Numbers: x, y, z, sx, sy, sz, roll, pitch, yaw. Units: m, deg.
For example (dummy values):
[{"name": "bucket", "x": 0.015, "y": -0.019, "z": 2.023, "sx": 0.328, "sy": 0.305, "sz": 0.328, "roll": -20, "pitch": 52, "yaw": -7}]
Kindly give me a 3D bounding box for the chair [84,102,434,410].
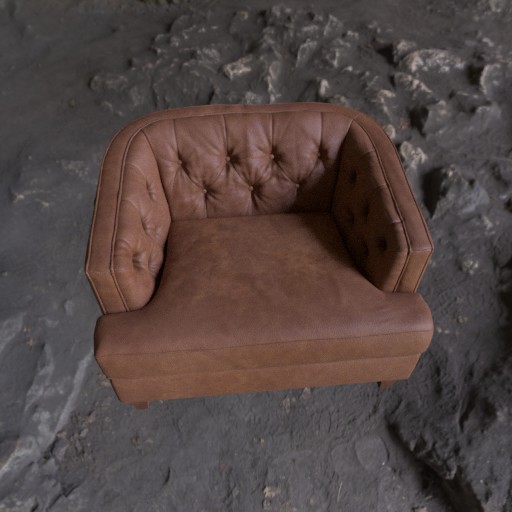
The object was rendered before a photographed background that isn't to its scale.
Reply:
[{"name": "chair", "x": 0.000, "y": 0.000, "z": 1.738, "sx": 1.119, "sy": 0.836, "sz": 0.911, "roll": -4, "pitch": 46, "yaw": -4}]
